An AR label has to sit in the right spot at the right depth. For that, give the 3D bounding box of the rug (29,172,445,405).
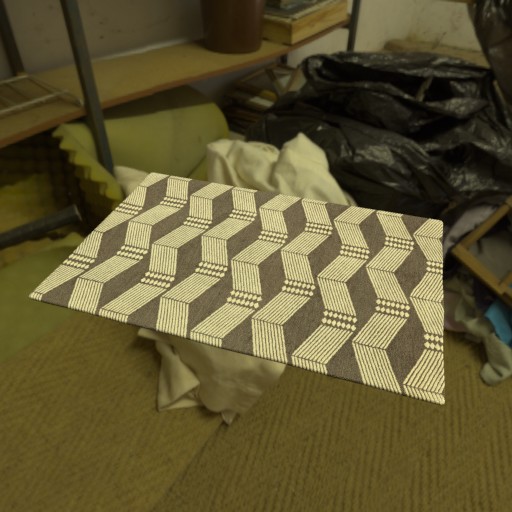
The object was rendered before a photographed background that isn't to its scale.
[{"bbox_3d":[0.000,0.000,2.276,1.833,0.016,1.210,12,41,13],"label":"rug"}]
